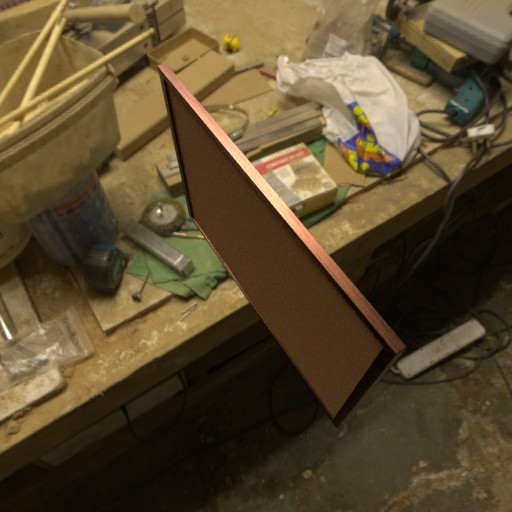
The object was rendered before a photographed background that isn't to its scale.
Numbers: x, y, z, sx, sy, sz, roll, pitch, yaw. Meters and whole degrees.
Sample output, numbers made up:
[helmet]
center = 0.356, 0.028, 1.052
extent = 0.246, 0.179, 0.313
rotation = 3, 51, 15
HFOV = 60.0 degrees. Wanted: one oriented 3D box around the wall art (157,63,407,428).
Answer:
[wall art]
center = 0.000, 0.000, 0.576
extent = 0.012, 0.304, 0.431
rotation = -28, 63, -16
